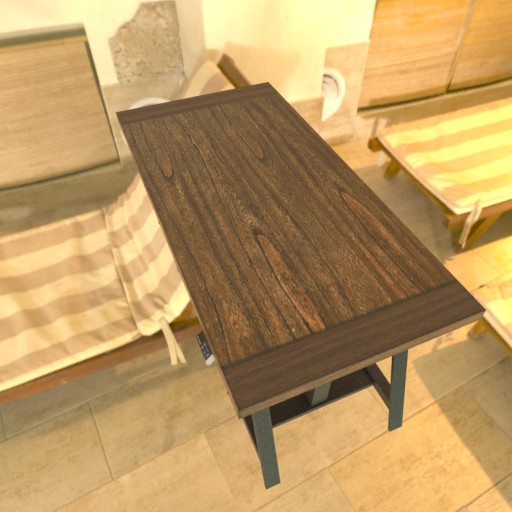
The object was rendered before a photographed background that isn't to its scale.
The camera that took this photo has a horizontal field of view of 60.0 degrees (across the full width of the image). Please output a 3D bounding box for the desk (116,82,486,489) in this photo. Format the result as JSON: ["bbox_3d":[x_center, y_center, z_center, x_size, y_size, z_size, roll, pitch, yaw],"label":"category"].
[{"bbox_3d":[0.000,0.000,1.905,0.784,0.725,1.543,-17,49,-15],"label":"desk"}]
